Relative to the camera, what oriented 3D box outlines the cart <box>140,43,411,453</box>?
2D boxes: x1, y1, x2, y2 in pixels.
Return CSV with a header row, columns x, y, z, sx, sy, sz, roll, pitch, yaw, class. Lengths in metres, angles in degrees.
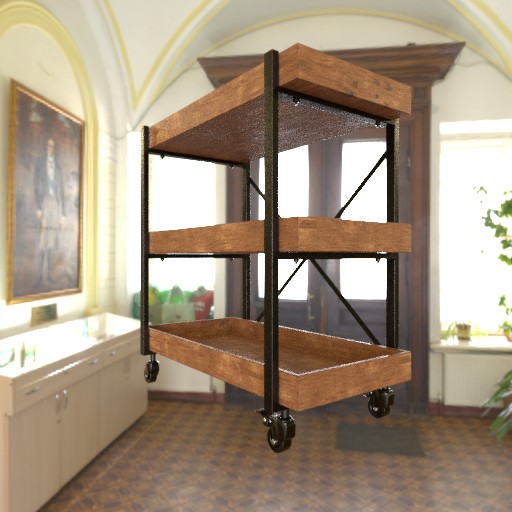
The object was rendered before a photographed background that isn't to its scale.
x,y,z,sx,sy,sz,roll,pitch,yaw,class
0.000,0.000,1.239,0.411,0.800,0.750,0,0,-37,cart
